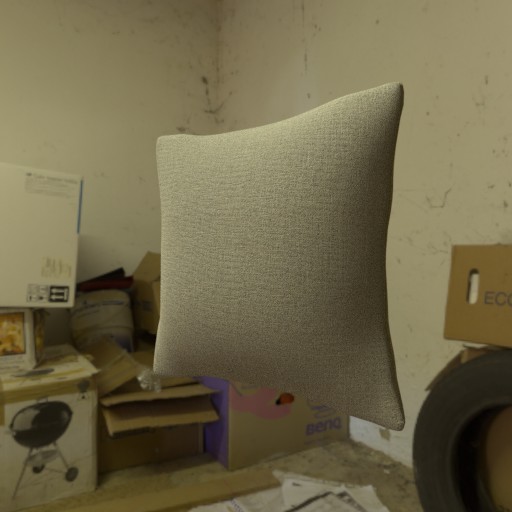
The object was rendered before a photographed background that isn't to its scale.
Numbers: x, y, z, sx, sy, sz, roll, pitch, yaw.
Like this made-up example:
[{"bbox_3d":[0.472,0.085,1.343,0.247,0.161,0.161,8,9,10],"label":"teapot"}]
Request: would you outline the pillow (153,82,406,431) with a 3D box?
[{"bbox_3d":[0.000,0.000,0.650,0.437,0.419,0.136,0,0,36],"label":"pillow"}]
